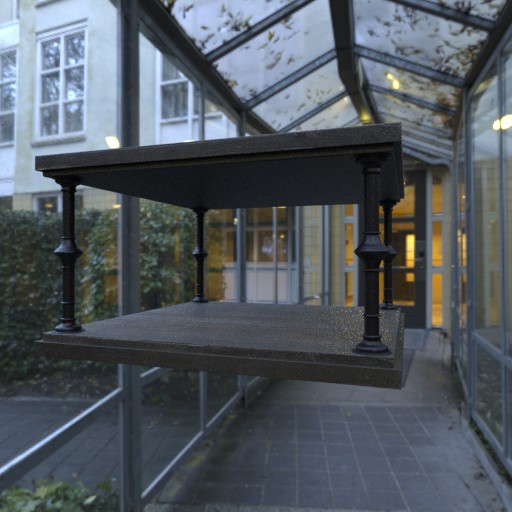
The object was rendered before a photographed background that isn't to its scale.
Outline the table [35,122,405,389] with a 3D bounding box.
[{"bbox_3d":[0.000,0.000,1.103,0.696,0.400,0.696,0,0,19],"label":"table"}]
